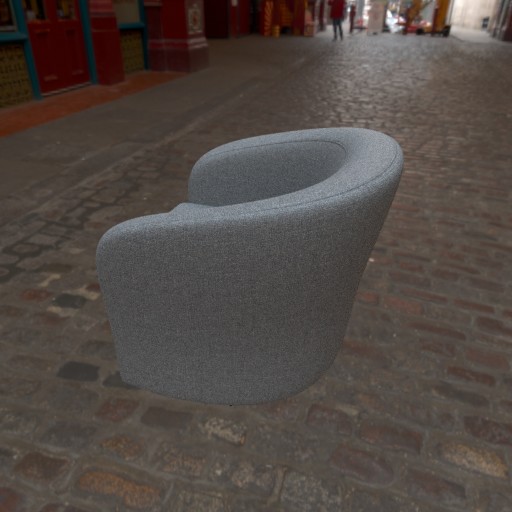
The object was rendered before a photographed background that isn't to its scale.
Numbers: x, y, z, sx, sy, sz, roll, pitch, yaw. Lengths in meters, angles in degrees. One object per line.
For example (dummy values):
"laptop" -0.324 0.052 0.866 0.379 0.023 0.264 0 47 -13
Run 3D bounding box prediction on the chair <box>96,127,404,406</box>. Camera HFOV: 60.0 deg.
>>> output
"chair" 0.000 0.000 1.448 0.815 0.771 0.791 8 31 14
